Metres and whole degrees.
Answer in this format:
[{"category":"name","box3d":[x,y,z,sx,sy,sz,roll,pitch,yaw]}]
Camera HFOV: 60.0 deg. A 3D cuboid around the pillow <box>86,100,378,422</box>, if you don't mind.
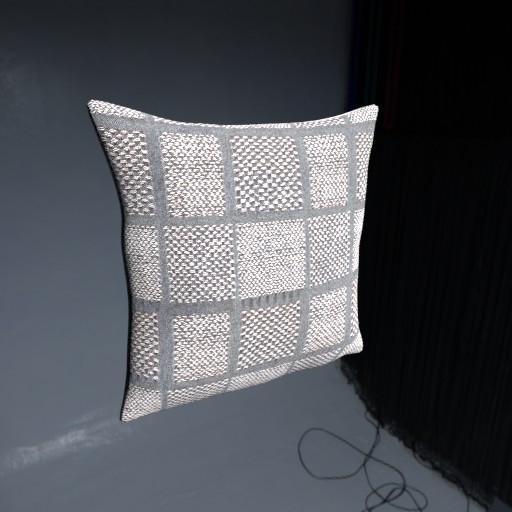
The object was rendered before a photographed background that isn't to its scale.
[{"category":"pillow","box3d":[0.000,0.000,0.659,0.435,0.432,0.138,-9,20,-26]}]
